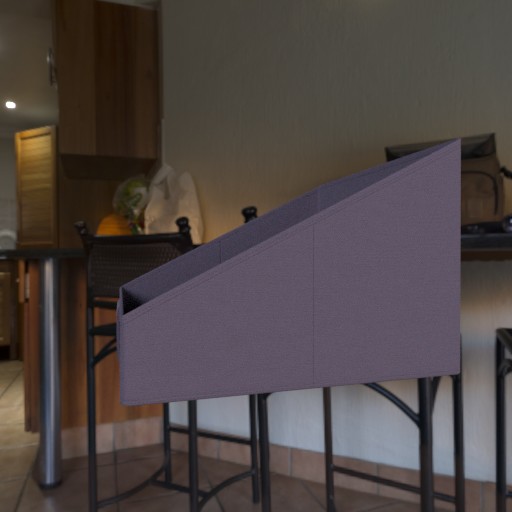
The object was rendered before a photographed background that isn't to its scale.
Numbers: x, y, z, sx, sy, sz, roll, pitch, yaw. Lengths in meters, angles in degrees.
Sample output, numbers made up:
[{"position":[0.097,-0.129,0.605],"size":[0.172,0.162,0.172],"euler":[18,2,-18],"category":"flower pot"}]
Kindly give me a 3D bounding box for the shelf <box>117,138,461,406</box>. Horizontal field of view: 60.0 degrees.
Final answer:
[{"position":[0.000,0.000,0.486],"size":[0.292,0.210,0.292],"euler":[0,0,-17],"category":"shelf"}]
